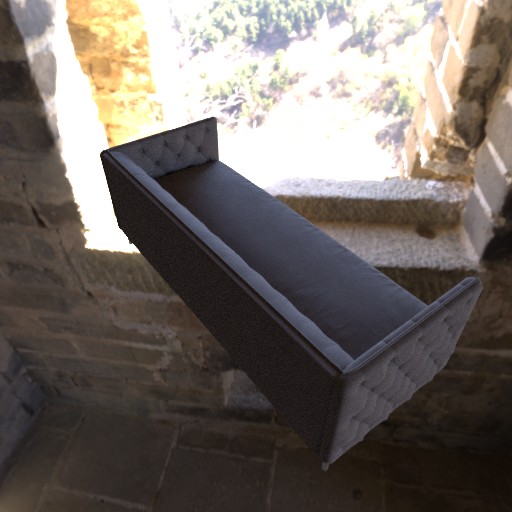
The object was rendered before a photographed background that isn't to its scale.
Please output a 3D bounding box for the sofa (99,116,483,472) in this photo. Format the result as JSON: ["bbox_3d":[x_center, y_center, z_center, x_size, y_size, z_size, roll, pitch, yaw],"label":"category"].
[{"bbox_3d":[0.000,0.000,2.616,0.895,0.771,2.209,-27,48,-27],"label":"sofa"}]
